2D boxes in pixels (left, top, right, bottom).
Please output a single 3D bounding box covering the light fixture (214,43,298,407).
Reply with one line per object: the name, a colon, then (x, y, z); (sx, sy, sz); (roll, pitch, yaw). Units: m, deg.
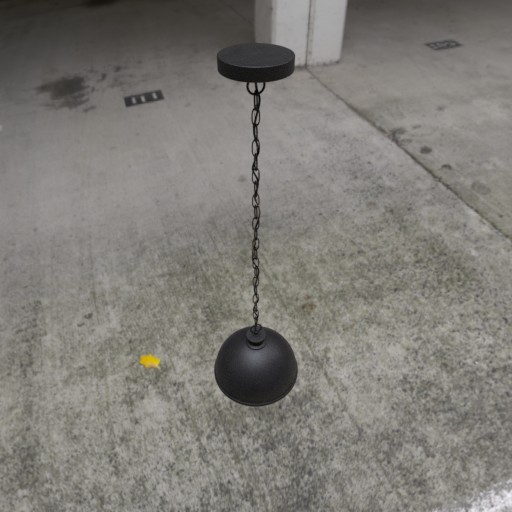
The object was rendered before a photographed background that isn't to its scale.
light fixture: (0.000, 0.000, 1.262); (0.304, 1.090, 0.304); (-12, 42, -14)
